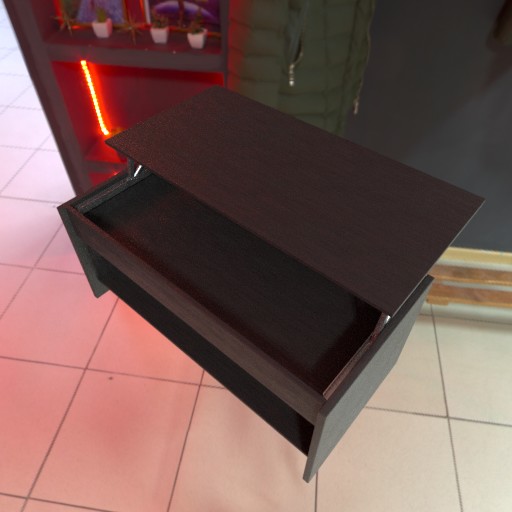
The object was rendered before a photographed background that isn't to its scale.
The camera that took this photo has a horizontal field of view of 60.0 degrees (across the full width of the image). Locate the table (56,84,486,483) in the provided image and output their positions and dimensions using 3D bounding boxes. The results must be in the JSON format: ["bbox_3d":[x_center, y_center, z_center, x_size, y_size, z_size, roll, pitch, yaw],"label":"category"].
[{"bbox_3d":[0.000,0.000,1.424,1.000,0.570,0.712,32,55,27],"label":"table"}]
